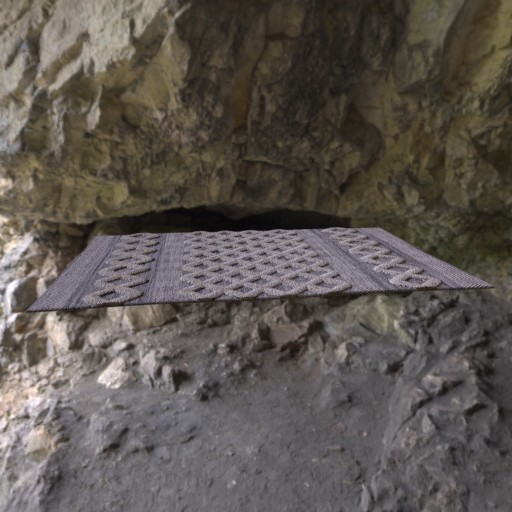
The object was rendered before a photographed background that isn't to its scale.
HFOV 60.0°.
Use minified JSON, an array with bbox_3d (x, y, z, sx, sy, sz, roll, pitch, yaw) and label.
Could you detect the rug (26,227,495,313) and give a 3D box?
[{"bbox_3d":[0.000,0.000,2.892,2.333,0.033,1.513,-2,16,-8],"label":"rug"}]
